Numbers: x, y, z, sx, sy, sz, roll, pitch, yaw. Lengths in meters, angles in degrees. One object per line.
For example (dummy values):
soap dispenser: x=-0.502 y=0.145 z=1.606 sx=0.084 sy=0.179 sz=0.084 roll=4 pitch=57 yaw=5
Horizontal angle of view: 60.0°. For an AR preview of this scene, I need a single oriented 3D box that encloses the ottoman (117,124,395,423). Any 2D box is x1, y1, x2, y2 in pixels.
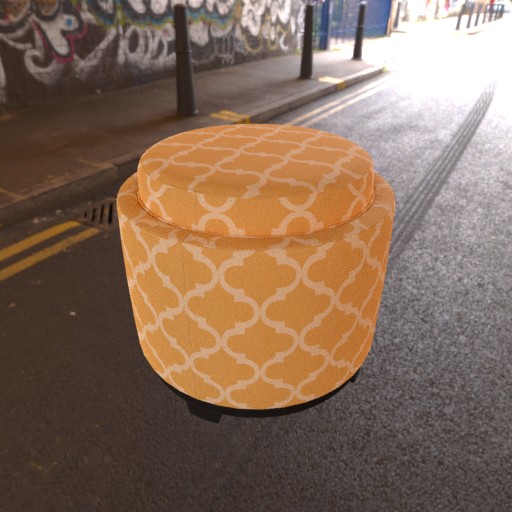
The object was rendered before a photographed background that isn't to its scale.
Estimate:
ottoman: x=0.000 y=0.000 z=0.848 sx=0.480 sy=0.429 sz=0.480 roll=0 pitch=30 yaw=0
